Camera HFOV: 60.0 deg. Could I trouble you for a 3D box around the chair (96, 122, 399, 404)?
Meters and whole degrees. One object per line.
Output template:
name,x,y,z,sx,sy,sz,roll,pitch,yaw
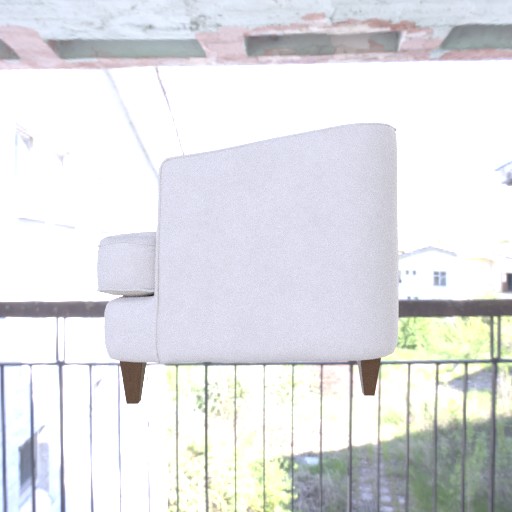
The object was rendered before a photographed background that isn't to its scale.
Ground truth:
chair,0.000,0.000,1.769,0.941,0.852,1.104,0,0,1
